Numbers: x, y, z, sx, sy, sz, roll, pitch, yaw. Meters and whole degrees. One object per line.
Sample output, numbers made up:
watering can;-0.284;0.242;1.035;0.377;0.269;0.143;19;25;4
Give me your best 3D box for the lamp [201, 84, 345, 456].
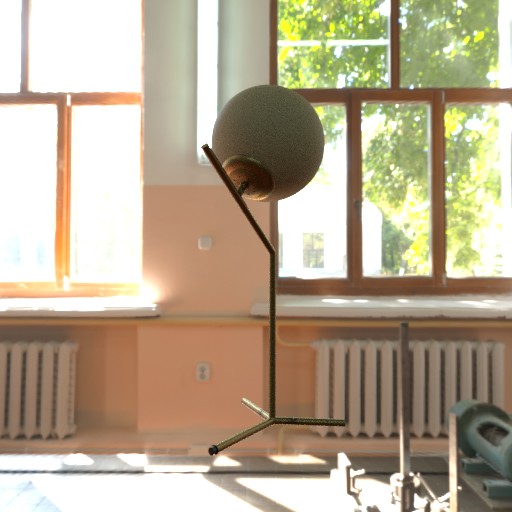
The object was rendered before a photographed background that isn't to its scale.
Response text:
lamp;0.000;0.000;0.698;0.210;0.552;0.251;-1;-2;35
